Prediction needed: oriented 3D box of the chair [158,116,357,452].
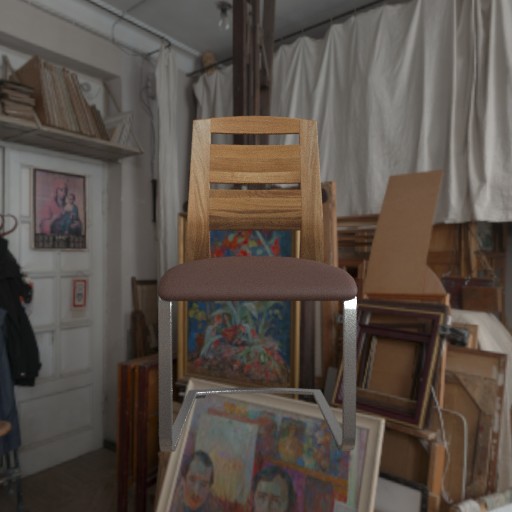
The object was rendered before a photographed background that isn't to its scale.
[{"bbox_3d":[0.000,0.000,1.286,0.460,0.970,0.570,0,-1,-1],"label":"chair"}]
